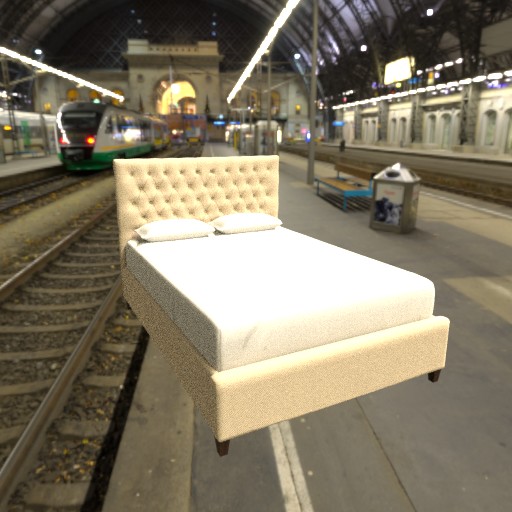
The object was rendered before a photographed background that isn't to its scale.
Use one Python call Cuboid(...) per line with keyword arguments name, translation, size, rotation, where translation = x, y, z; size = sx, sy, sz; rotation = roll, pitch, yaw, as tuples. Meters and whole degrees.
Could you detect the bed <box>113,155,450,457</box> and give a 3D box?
Cuboid(name="bed", translation=(0.000, 0.000, 3.503), size=(1.698, 1.427, 2.387), rotation=(-8, 17, -26))
